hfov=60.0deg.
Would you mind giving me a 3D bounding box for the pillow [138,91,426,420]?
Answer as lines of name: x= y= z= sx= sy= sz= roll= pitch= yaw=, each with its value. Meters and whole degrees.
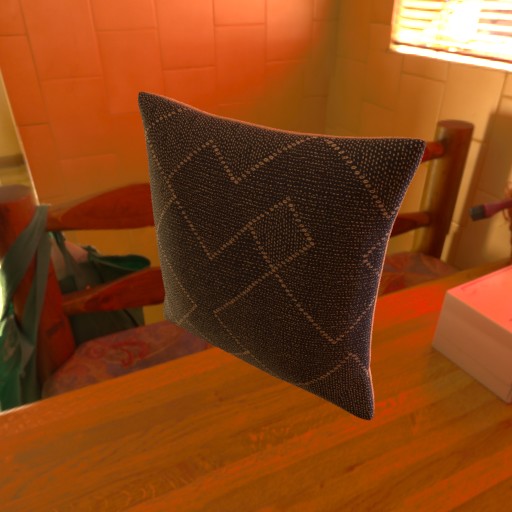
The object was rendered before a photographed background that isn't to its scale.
pillow: x=0.000 y=0.000 z=0.671 sx=0.435 sy=0.428 sz=0.148 roll=20 pitch=36 yaw=29
